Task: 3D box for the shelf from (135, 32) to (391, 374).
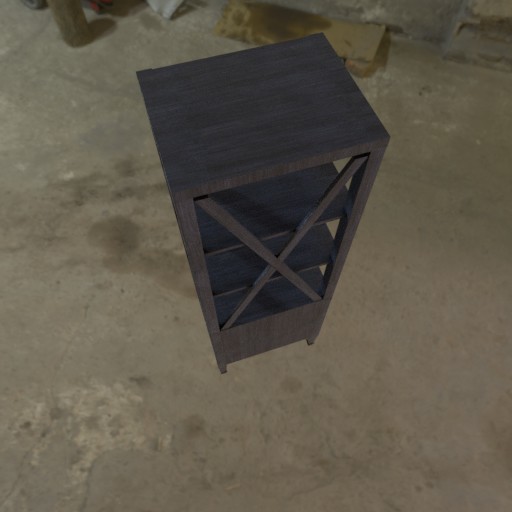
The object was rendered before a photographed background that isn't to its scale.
[{"bbox_3d":[0.000,0.000,1.971,0.584,1.727,0.472,-16,62,-9],"label":"shelf"}]
